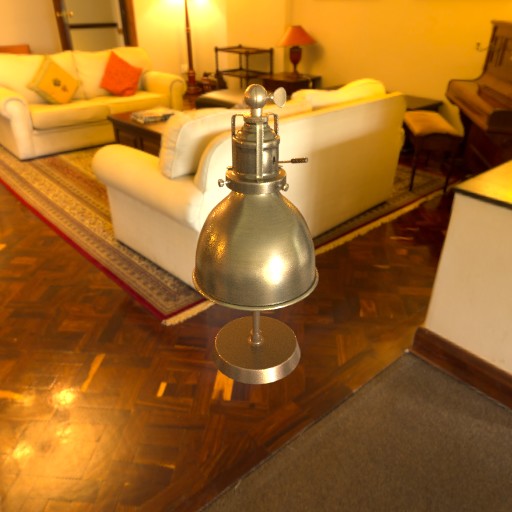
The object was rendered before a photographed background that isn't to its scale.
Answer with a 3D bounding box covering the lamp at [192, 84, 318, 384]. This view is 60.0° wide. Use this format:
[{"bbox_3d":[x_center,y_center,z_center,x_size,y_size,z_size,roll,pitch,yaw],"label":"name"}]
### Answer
[{"bbox_3d":[0.000,0.000,0.596,0.153,0.456,0.286,0,30,0],"label":"lamp"}]
